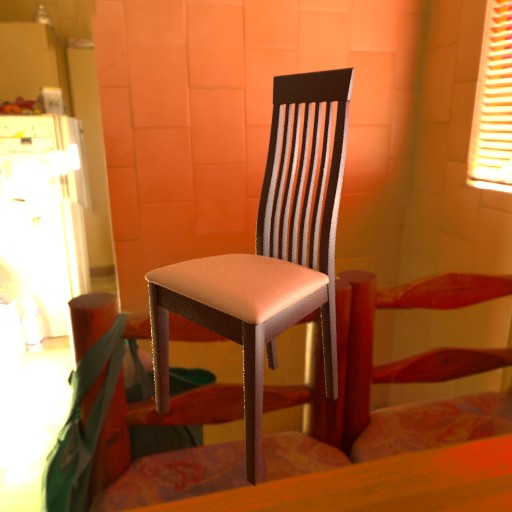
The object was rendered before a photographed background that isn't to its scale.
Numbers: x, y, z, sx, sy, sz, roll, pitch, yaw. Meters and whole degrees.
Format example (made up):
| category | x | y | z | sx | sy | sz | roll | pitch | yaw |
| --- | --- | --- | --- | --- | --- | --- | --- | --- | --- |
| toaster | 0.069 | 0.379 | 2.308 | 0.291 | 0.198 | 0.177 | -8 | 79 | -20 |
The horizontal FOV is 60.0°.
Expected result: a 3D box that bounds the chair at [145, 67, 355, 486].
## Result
| category | x | y | z | sx | sy | sz | roll | pitch | yaw |
| --- | --- | --- | --- | --- | --- | --- | --- | --- | --- |
| chair | 0.000 | 0.000 | 1.281 | 0.460 | 1.027 | 0.474 | 15 | 22 | 43 |
